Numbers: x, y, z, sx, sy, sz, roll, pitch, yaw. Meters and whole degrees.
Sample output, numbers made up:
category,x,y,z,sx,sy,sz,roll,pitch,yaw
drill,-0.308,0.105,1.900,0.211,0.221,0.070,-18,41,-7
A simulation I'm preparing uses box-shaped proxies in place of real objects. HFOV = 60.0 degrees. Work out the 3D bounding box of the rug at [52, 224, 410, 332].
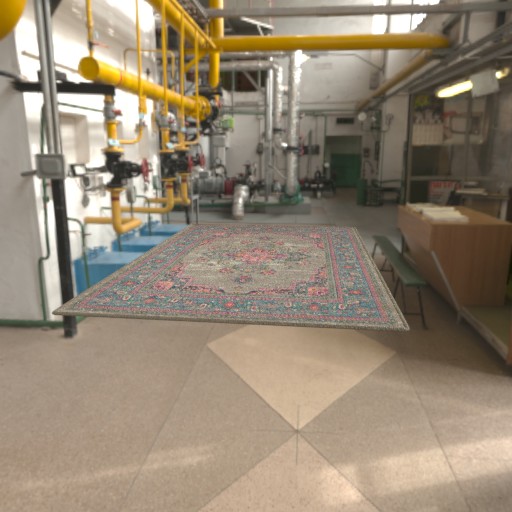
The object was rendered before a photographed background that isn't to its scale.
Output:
category,x,y,z,sx,sy,sz,roll,pitch,yaw
rug,0.000,0.000,2.227,1.144,0.014,1.748,2,14,7
